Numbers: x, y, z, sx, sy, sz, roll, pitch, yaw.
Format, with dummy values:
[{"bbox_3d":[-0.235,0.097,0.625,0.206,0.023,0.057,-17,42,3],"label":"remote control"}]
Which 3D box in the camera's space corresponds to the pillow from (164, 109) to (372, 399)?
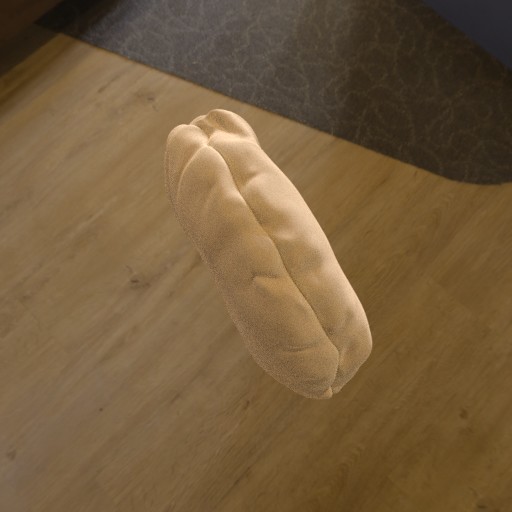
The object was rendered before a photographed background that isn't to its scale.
[{"bbox_3d":[0.000,0.000,0.633,0.148,0.407,0.428,-29,77,-7],"label":"pillow"}]
